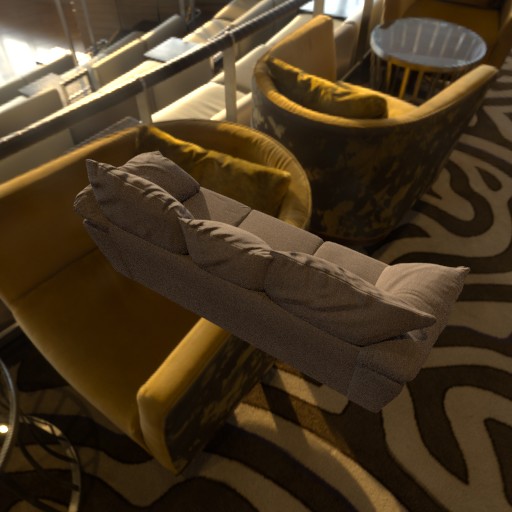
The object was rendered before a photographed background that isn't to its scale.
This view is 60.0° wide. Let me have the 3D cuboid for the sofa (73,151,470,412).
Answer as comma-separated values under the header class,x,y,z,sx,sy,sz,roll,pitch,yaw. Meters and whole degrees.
class,x,y,z,sx,sy,sz,roll,pitch,yaw
sofa,0.000,0.000,2.880,2.390,1.043,0.927,25,53,21
